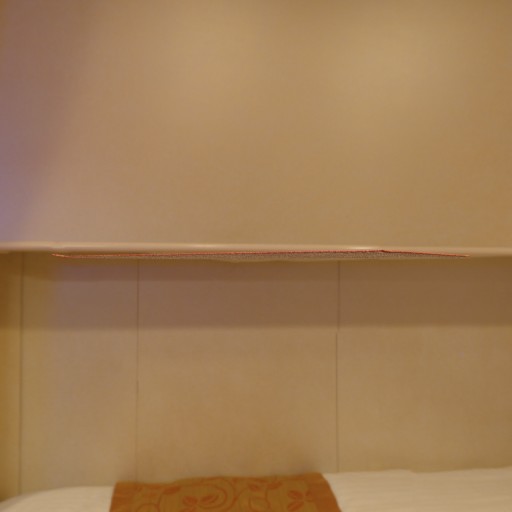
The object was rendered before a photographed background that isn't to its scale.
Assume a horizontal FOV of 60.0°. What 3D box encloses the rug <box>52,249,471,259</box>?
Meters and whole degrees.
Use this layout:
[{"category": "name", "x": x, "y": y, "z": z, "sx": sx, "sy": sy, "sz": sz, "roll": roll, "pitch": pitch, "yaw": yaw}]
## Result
[{"category": "rug", "x": 0.000, "y": 0.000, "z": 2.890, "sx": 2.286, "sy": 0.026, "sz": 1.521, "roll": -1, "pitch": -1, "yaw": 37}]
